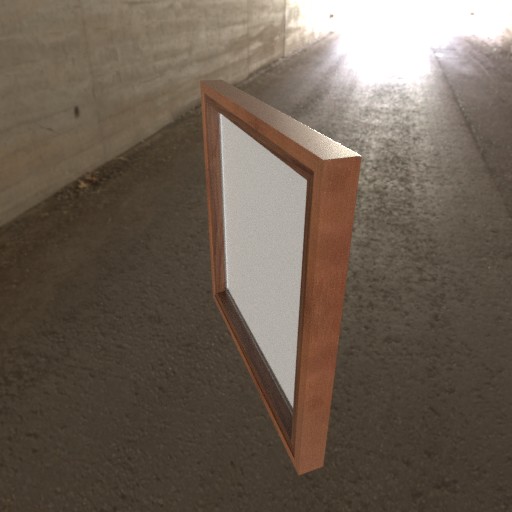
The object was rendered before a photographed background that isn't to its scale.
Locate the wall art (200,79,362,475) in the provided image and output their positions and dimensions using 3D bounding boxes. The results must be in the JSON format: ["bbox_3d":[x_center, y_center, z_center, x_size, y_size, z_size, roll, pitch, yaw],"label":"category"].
[{"bbox_3d":[0.000,0.000,0.616,0.035,0.403,0.403,-10,32,-17],"label":"wall art"}]
